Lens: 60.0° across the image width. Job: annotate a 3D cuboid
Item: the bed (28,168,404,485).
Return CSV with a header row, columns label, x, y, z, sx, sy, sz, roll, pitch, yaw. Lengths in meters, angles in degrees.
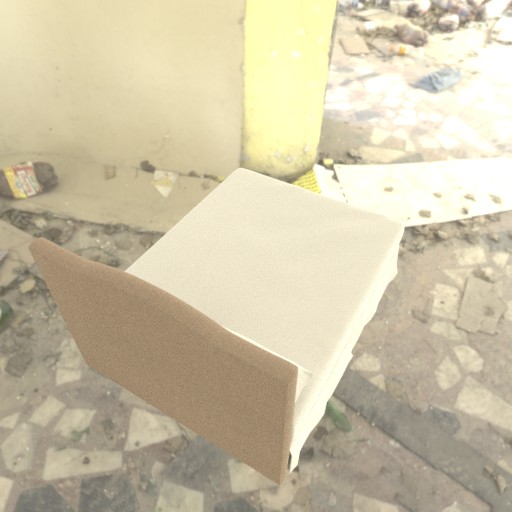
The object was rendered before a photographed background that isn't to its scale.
label,x,y,z,sx,sy,sz,roll,pitch,yaw
bed,0.000,0.000,3.361,1.821,1.436,2.282,23,49,21
